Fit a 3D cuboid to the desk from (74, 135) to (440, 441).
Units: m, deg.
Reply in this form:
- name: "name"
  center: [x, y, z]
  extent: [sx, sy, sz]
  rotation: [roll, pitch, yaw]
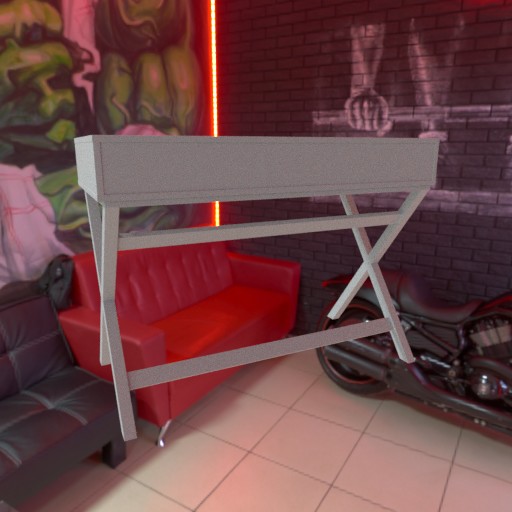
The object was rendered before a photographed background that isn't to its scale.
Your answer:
- name: "desk"
  center: [0.000, 0.000, 1.522]
  extent: [1.057, 0.780, 0.525]
  rotation: [-7, 15, -25]
